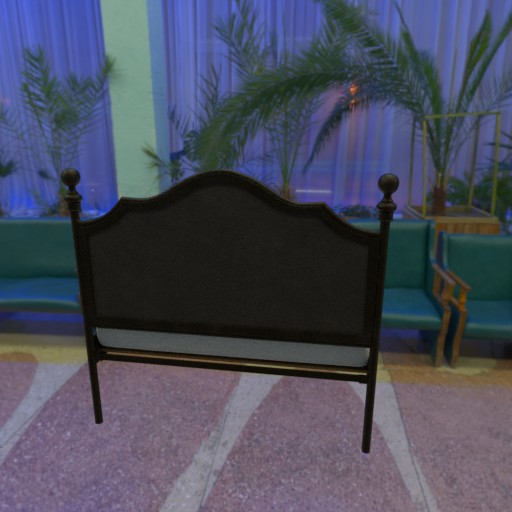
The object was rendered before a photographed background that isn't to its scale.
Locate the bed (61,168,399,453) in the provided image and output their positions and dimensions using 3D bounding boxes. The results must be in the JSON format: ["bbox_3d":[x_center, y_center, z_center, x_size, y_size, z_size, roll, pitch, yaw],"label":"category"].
[{"bbox_3d":[0.000,0.000,3.322,1.642,1.499,2.224,3,17,9],"label":"bed"}]
